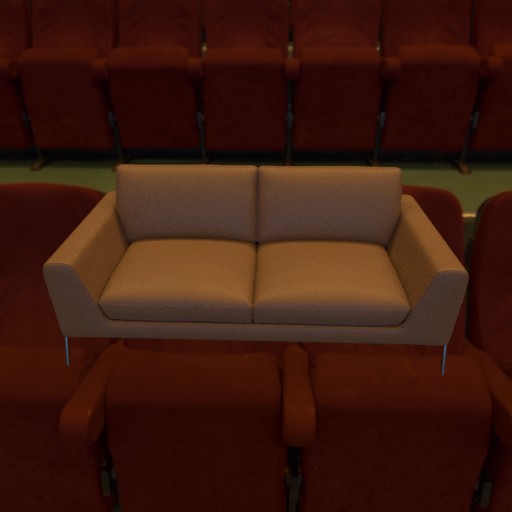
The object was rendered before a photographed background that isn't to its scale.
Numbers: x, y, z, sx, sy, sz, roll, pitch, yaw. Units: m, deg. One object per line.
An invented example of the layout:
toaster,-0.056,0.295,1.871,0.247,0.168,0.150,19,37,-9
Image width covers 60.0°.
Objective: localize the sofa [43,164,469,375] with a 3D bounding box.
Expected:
sofa,0.000,0.000,2.543,2.017,0.875,0.953,1,30,2
